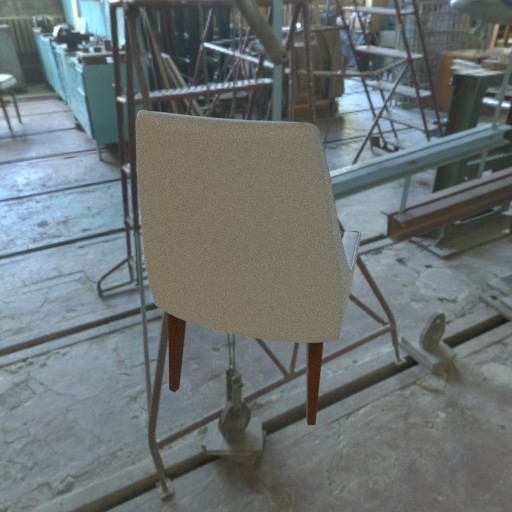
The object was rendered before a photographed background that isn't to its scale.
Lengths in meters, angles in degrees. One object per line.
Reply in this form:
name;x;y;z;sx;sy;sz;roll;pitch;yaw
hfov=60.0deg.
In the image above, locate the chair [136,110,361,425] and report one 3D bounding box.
chair;0.000;0.000;1.213;0.529;0.861;0.544;9;33;14
